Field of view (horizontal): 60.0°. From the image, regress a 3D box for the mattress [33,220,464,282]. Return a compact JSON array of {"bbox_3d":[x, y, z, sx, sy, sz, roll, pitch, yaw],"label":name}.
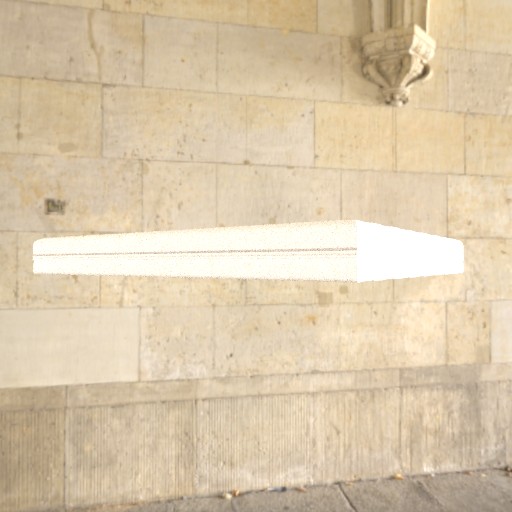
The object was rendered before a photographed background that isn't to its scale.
[{"bbox_3d":[0.000,0.000,2.538,1.900,0.200,1.600,-1,-1,36],"label":"mattress"}]
